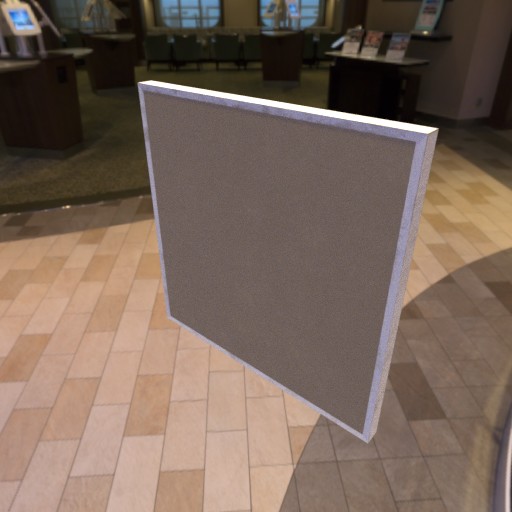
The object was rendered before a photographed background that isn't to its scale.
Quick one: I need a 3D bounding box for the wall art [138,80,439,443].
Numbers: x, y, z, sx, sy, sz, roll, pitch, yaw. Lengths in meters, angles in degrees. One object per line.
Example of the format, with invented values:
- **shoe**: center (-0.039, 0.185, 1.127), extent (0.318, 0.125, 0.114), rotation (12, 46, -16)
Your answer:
- **wall art**: center (0.000, 0.000, 0.751), extent (0.508, 0.506, 0.029), rotation (23, 37, 34)
